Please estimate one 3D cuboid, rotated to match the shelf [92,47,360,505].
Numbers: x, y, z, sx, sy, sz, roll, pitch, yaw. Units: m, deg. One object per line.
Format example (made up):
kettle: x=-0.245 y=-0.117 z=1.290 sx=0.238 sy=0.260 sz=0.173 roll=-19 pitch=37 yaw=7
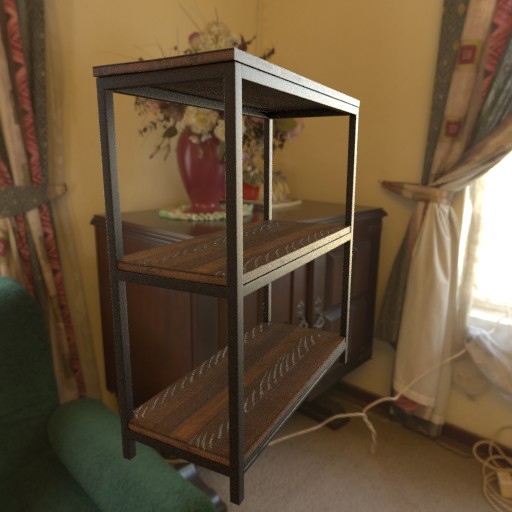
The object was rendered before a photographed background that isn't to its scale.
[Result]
shelf: x=0.000 y=0.000 z=1.318 sx=0.352 sy=0.947 sz=0.822 roll=6 pitch=14 yaw=27
